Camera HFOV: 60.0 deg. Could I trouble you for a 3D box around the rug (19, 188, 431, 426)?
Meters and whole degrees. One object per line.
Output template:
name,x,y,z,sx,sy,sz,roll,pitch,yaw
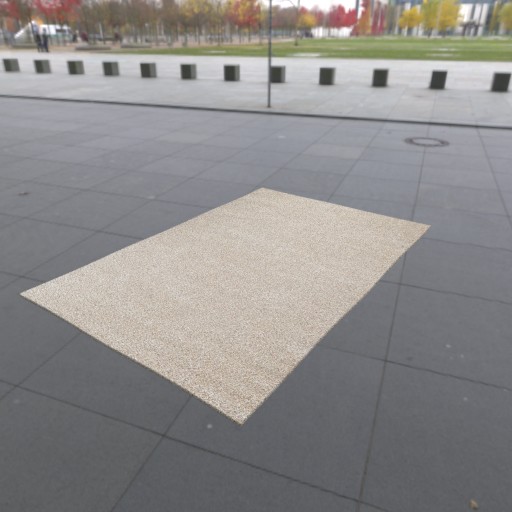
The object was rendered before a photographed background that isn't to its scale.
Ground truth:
rug,0.000,0.000,3.352,1.800,0.025,2.699,18,32,32
